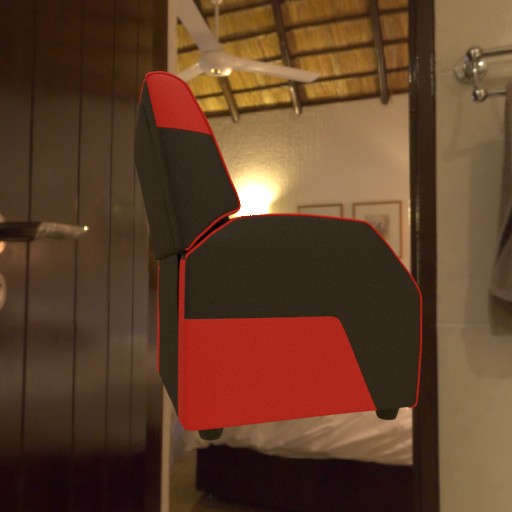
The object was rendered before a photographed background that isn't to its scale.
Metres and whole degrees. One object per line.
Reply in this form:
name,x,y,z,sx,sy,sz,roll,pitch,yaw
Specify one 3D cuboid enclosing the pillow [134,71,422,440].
pillow,0.000,0.000,1.272,0.672,0.805,0.620,1,-3,-17
